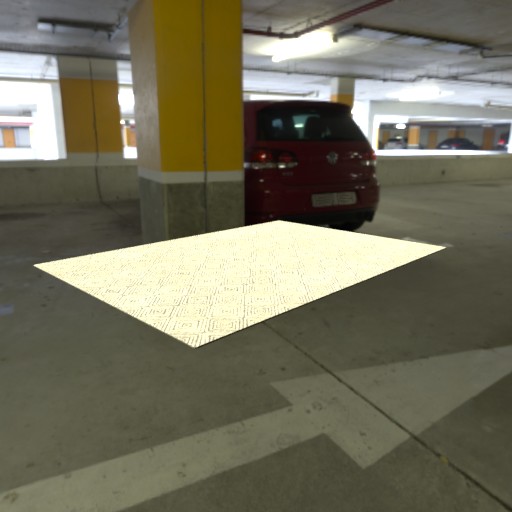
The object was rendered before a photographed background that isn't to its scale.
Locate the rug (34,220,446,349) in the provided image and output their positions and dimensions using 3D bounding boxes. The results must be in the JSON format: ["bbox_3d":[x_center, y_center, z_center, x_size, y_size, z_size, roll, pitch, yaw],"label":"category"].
[{"bbox_3d":[0.000,0.000,2.919,1.593,0.008,2.238,14,20,43],"label":"rug"}]
